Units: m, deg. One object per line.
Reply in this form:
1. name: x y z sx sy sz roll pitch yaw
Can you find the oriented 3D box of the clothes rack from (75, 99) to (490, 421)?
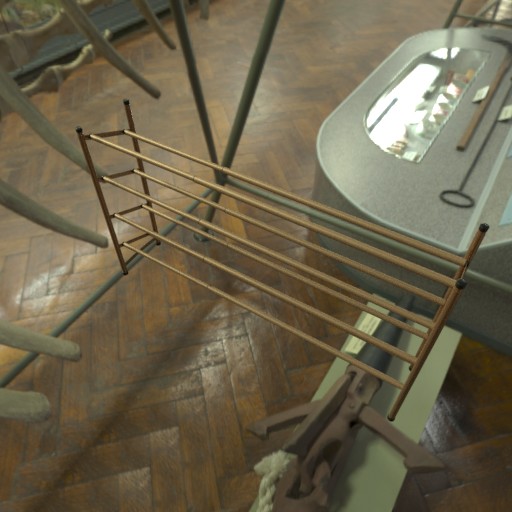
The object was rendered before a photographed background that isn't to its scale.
1. clothes rack: 0.000 0.000 1.436 1.168 0.672 0.229 25 51 22
